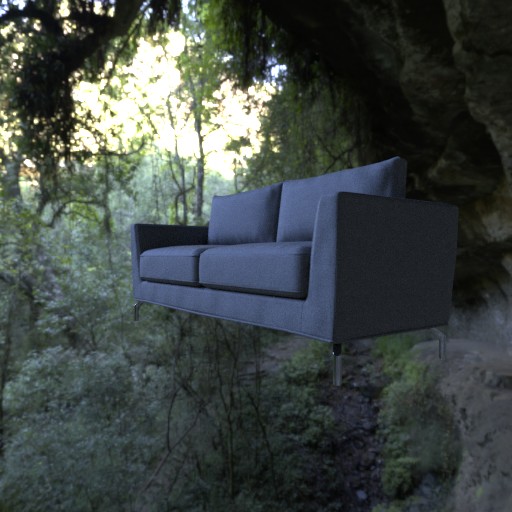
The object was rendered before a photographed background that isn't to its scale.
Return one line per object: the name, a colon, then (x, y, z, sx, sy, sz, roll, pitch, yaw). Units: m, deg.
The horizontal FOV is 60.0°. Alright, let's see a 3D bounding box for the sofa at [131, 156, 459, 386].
sofa: (0.000, 0.000, 2.798, 0.869, 1.002, 2.212, 0, 0, -36)
